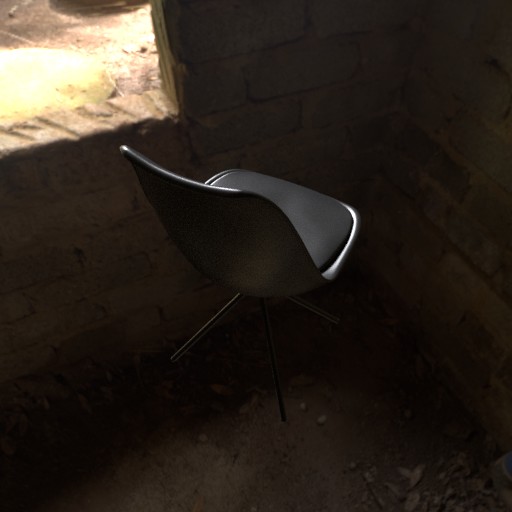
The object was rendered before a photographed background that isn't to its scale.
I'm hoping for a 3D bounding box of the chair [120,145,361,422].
[{"bbox_3d":[0.000,0.000,1.162,0.461,0.850,0.525,23,51,20],"label":"chair"}]
